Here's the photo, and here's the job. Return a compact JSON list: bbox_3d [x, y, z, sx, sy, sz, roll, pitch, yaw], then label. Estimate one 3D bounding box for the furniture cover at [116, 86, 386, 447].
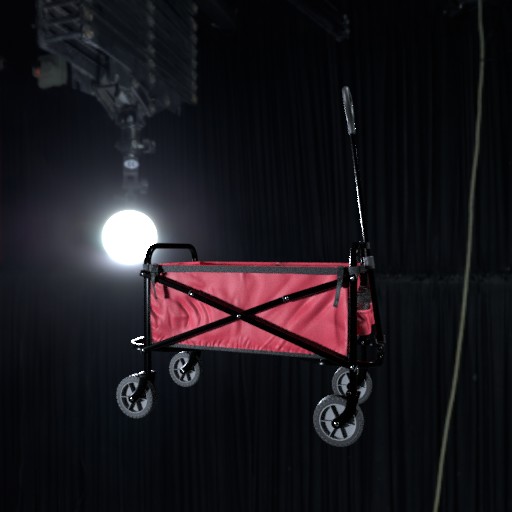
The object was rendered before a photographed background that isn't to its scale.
[{"bbox_3d":[0.000,0.000,1.844,1.038,1.295,0.532,0,1,18],"label":"furniture cover"}]
